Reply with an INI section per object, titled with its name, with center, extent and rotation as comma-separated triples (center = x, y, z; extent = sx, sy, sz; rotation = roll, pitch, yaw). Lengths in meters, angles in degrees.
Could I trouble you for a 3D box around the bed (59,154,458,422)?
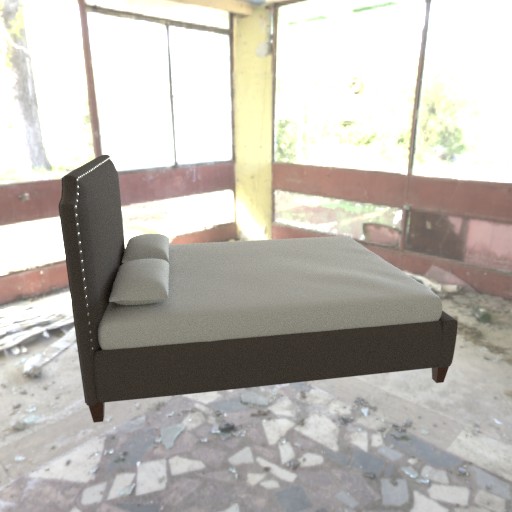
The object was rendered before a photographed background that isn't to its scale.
[bed]
center = 0.000, 0.000, 3.372
extent = 2.372, 1.443, 1.713
rotation = -3, 18, -10
